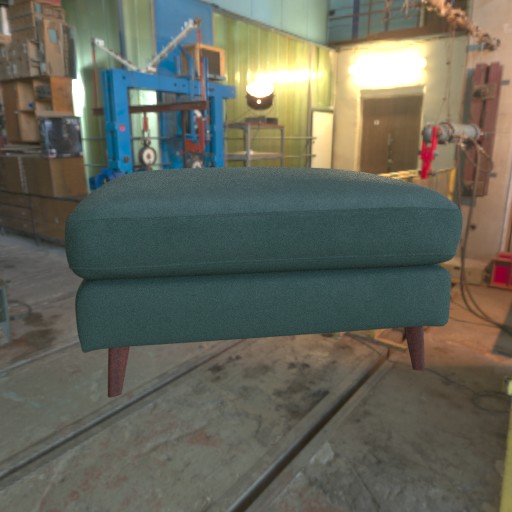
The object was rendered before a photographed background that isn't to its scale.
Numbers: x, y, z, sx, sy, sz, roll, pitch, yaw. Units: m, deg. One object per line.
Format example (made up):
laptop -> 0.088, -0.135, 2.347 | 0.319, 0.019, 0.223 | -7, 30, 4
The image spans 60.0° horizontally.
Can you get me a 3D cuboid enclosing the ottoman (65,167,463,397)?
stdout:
ottoman -> 0.000, 0.000, 1.154 | 0.811, 0.449, 0.608 | -2, 15, -9
